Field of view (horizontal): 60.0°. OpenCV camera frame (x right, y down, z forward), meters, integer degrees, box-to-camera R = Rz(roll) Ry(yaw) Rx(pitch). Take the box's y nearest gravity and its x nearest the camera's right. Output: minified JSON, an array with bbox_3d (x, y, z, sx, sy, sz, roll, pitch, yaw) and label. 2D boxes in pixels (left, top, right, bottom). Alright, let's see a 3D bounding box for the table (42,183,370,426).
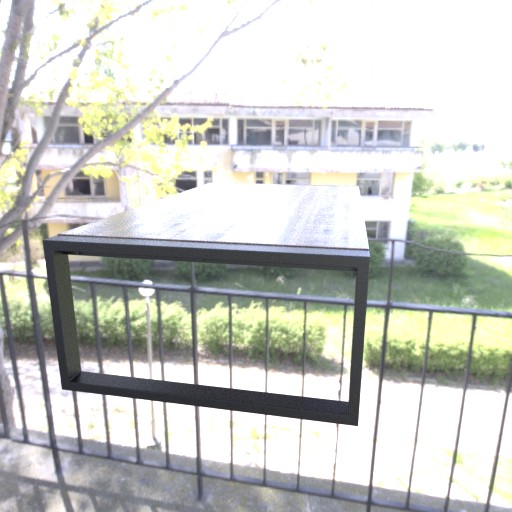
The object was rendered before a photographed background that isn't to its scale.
[{"bbox_3d":[0.000,0.000,1.661,0.750,0.400,1.350,3,15,11],"label":"table"}]
